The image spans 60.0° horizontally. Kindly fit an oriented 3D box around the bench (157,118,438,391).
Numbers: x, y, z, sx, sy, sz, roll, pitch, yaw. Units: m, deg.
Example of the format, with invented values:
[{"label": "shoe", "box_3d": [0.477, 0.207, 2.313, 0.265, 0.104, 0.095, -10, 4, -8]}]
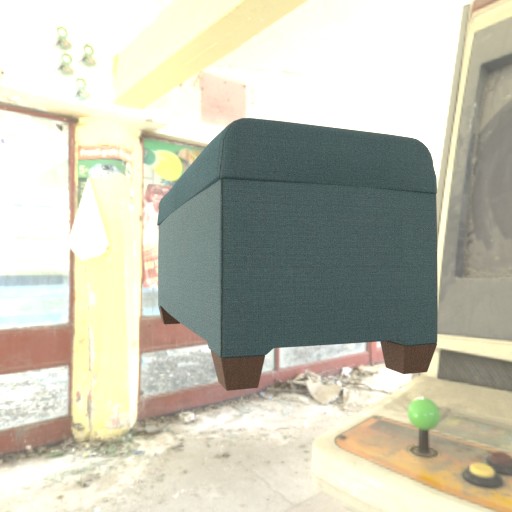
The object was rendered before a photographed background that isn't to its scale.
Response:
[{"label": "bench", "box_3d": [0.000, 0.000, 1.257, 0.476, 0.474, 0.995, 0, -1, -18]}]
